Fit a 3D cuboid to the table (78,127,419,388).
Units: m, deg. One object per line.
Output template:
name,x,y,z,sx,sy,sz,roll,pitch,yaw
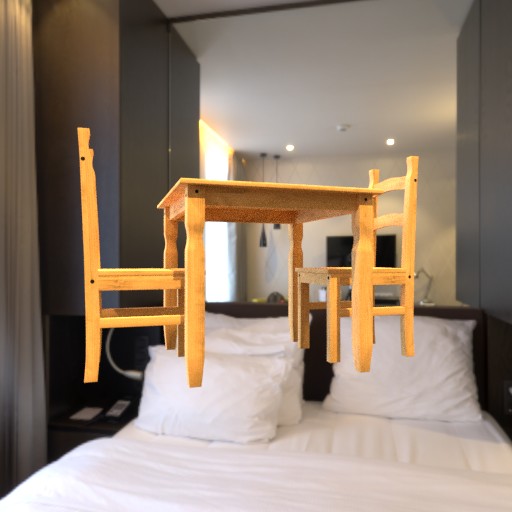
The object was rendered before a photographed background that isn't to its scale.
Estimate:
table,0.000,0.000,2.035,1.501,0.942,0.813,0,0,-18
